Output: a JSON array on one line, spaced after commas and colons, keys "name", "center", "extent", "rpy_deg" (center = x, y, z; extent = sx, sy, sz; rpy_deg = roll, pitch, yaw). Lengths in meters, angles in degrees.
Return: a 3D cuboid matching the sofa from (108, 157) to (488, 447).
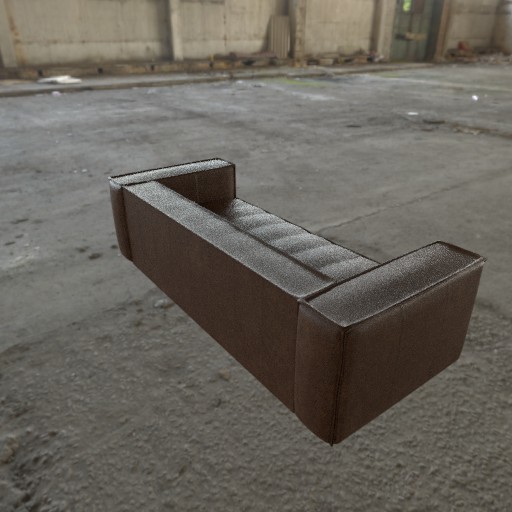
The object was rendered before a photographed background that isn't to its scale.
[{"name": "sofa", "center": [0.000, 0.000, 3.015], "extent": [1.102, 0.701, 2.581], "rpy_deg": [-18, 32, -32]}]
